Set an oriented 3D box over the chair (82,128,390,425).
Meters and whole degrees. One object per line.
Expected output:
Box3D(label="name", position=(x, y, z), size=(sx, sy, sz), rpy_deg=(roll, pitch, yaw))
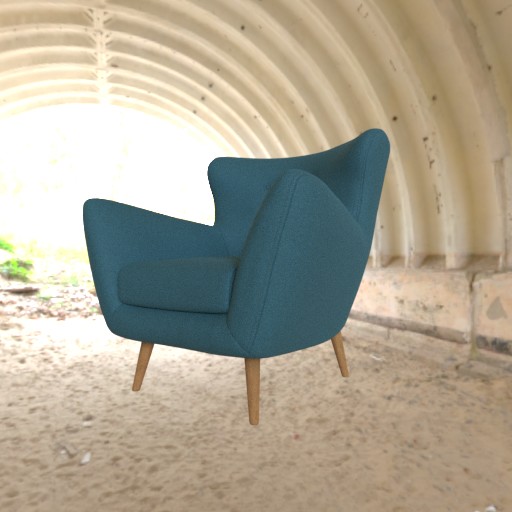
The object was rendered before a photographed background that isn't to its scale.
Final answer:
Box3D(label="chair", position=(0.000, 0.000, 1.584), size=(0.890, 0.889, 0.889), rpy_deg=(0, -1, 37))
